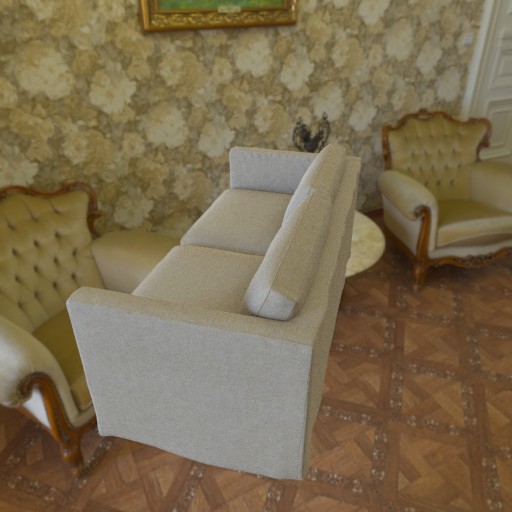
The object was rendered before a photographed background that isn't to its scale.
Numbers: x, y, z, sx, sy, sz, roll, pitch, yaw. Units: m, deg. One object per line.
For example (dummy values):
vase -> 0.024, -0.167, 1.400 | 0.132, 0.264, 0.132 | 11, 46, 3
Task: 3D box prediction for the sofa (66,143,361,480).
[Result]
sofa -> 0.000, 0.000, 2.449 | 0.956, 0.847, 1.987 | 8, 32, 14
